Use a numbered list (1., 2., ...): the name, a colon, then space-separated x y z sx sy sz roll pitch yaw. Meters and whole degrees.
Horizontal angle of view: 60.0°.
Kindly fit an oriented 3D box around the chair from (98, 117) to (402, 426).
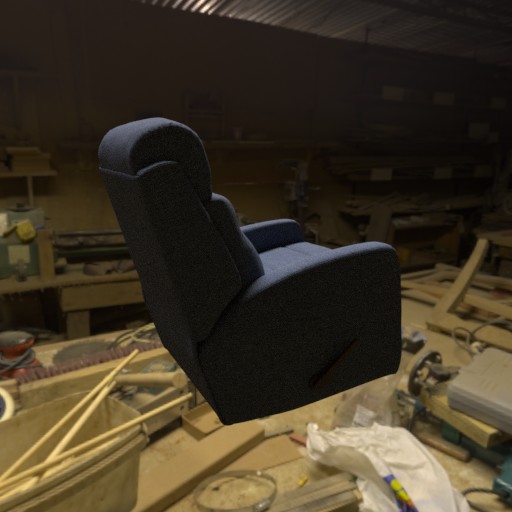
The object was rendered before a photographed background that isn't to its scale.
1. chair: 0.000 0.000 1.749 1.043 1.013 0.798 -7 15 -27
